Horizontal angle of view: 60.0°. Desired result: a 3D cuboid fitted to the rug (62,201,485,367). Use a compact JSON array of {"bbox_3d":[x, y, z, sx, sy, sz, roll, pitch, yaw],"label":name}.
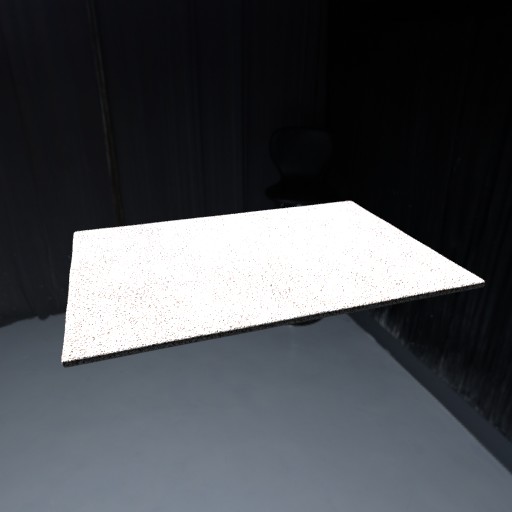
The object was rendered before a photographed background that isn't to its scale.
[{"bbox_3d":[0.000,0.000,2.256,1.778,0.030,1.219,-8,27,-17],"label":"rug"}]
